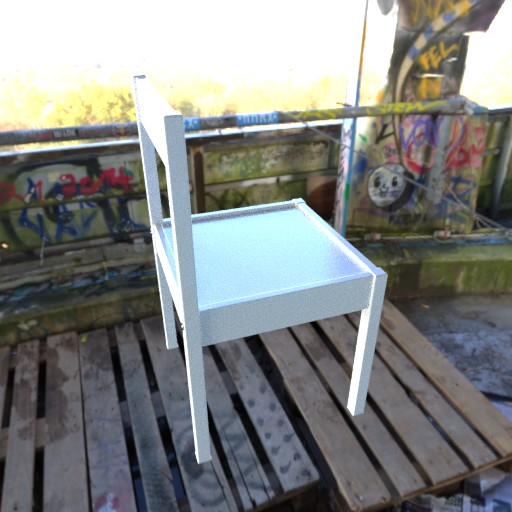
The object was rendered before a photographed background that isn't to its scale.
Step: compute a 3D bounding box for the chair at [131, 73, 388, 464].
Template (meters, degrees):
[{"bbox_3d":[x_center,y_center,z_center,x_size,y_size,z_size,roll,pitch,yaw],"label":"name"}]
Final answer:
[{"bbox_3d":[0.000,0.000,0.688,0.285,0.505,0.285,-10,32,-17],"label":"chair"}]
